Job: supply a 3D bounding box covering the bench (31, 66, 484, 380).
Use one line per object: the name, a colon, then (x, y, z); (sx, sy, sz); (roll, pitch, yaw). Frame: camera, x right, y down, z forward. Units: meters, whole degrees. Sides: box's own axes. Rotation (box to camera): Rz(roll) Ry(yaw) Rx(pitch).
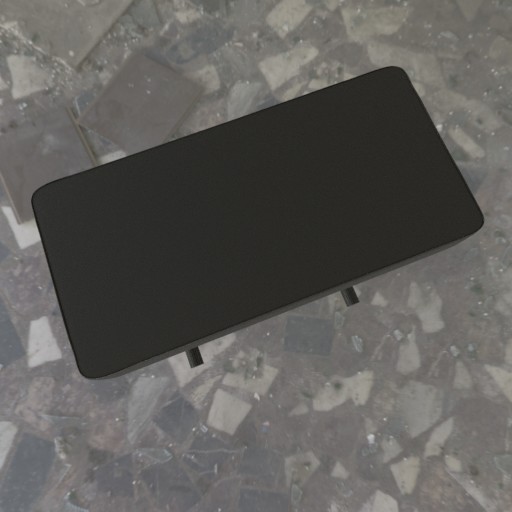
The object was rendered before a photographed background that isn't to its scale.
bench: (0.000, 0.000, 0.905); (0.600, 0.561, 0.300); (-21, 77, -5)
